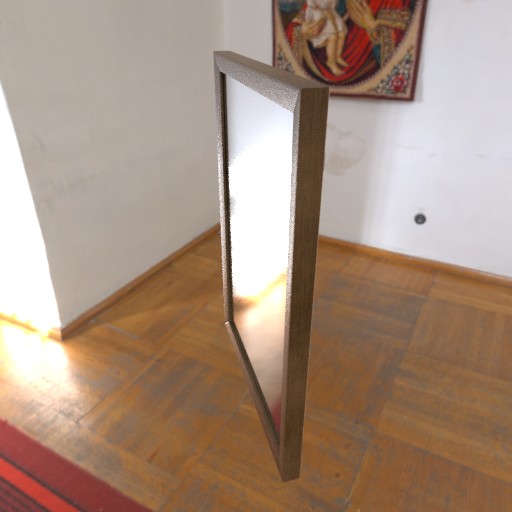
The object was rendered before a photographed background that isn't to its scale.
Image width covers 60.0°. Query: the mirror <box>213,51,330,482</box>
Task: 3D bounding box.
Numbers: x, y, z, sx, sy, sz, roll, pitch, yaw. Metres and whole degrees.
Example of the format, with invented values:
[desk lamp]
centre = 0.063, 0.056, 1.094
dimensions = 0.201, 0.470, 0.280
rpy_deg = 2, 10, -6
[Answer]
[mirror]
centre = 0.000, 0.000, 0.888
dimensions = 0.040, 0.710, 0.507
rpy_deg = -8, 30, -14
